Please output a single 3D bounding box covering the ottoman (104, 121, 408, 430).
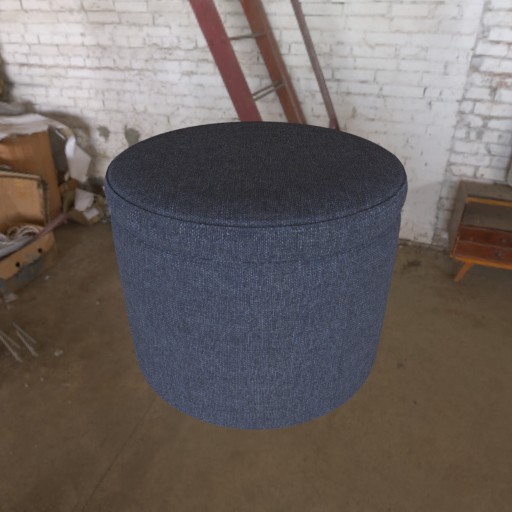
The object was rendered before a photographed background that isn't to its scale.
[{"bbox_3d":[0.000,0.000,0.878,0.520,0.430,0.520,0,31,0],"label":"ottoman"}]
